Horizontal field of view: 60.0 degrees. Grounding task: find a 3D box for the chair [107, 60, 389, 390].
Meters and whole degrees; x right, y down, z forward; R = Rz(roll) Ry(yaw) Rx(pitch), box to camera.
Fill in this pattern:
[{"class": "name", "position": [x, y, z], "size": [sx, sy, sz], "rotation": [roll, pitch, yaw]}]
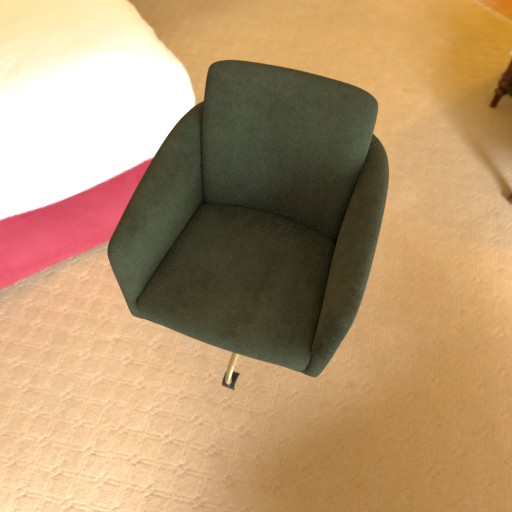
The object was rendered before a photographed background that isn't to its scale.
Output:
[{"class": "chair", "position": [0.000, 0.000, 1.350], "size": [0.641, 0.908, 0.635], "rotation": [17, 59, 11]}]
